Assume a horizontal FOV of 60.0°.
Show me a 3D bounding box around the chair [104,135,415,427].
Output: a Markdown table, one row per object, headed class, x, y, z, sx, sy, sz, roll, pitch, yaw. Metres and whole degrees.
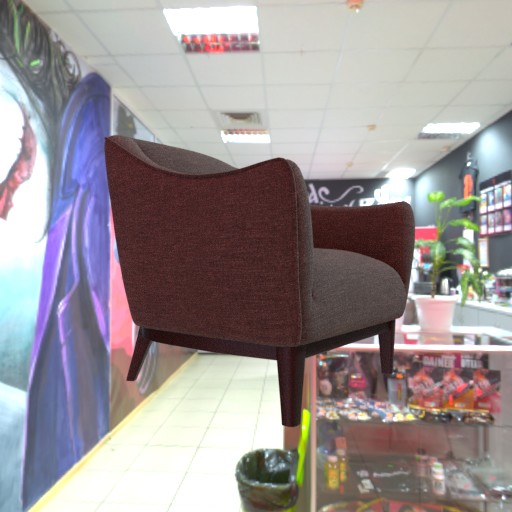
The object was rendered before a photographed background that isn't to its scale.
| class | x | y | z | sx | sy | sz | roll | pitch | yaw |
| --- | --- | --- | --- | --- | --- | --- | --- | --- | --- |
| chair | 0.000 | 0.000 | 1.533 | 0.851 | 0.829 | 0.870 | -1 | -2 | 37 |
